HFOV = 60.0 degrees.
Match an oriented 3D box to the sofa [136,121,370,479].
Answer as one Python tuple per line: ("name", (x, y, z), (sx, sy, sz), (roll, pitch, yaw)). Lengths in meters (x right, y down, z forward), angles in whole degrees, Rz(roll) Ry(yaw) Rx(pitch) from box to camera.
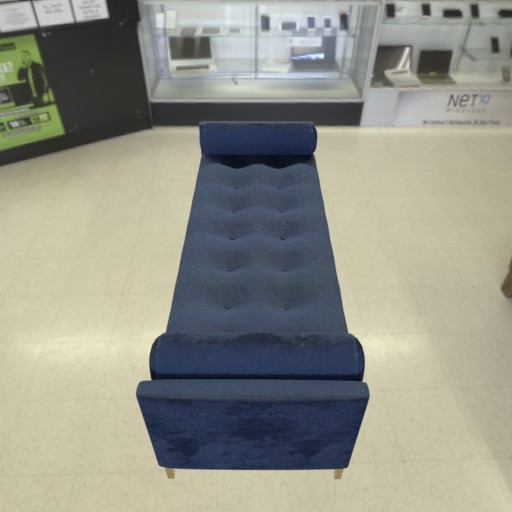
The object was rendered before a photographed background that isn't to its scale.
("sofa", (0.000, 0.000, 2.411), (0.796, 0.705, 2.102), (0, 41, 0))
